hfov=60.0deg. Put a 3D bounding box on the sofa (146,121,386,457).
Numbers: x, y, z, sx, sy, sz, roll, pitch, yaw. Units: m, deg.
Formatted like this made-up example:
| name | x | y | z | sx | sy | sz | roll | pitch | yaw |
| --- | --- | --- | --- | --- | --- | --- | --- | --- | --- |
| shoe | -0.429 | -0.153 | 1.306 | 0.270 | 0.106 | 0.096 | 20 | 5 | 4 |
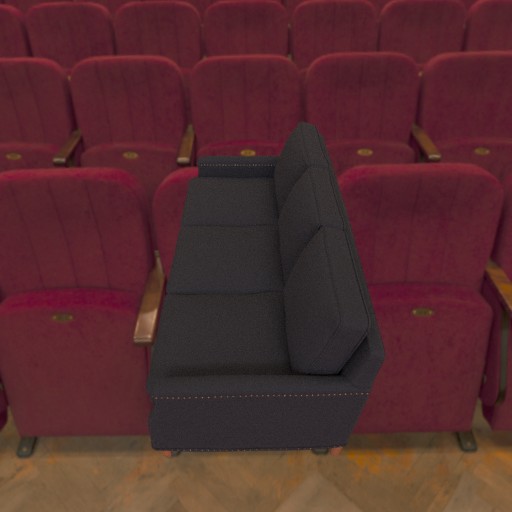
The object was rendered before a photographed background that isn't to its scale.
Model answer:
| name | x | y | z | sx | sy | sz | roll | pitch | yaw |
| --- | --- | --- | --- | --- | --- | --- | --- | --- | --- |
| sofa | 0.000 | 0.000 | 2.874 | 1.084 | 1.003 | 2.246 | 0 | 40 | 0 |
